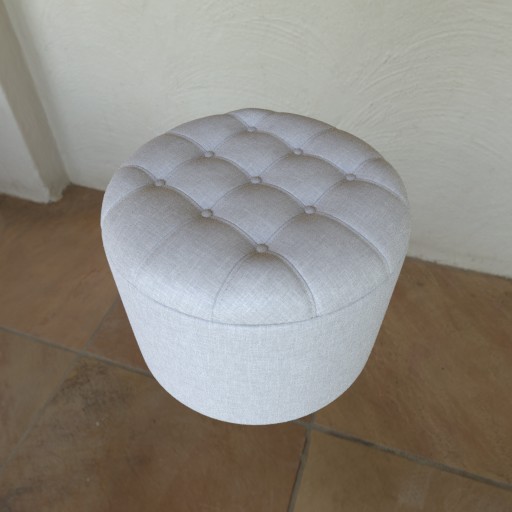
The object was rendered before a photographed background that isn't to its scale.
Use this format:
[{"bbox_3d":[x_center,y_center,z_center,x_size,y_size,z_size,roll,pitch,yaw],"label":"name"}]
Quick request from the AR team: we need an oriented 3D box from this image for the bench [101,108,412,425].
[{"bbox_3d":[0.000,0.000,0.989,0.600,0.453,0.600,0,47,0],"label":"bench"}]
